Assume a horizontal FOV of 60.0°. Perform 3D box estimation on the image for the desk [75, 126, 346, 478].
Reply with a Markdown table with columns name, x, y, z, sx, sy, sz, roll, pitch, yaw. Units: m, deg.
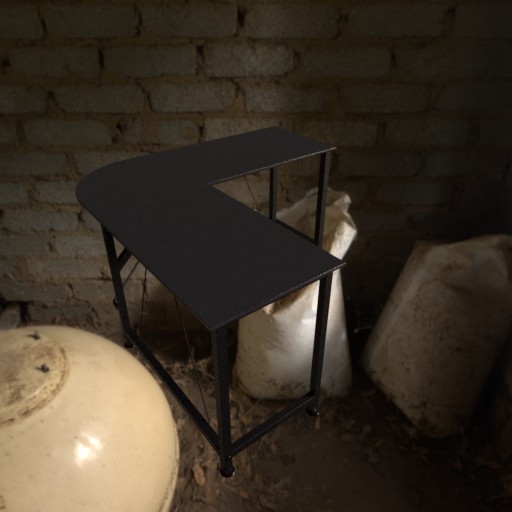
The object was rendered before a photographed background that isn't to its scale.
| name | x | y | z | sx | sy | sz | roll | pitch | yaw |
| --- | --- | --- | --- | --- | --- | --- | --- | --- | --- |
| desk | 0.000 | 0.000 | 2.244 | 1.400 | 0.762 | 1.400 | -22 | 38 | -31 |
